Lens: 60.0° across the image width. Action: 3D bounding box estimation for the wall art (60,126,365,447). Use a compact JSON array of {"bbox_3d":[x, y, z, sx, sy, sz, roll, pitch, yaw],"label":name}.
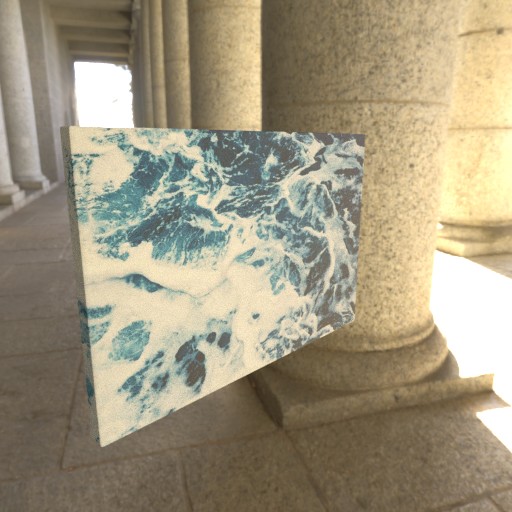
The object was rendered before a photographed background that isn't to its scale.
[{"bbox_3d":[0.000,0.000,1.127,0.042,0.610,0.915,14,19,43],"label":"wall art"}]
